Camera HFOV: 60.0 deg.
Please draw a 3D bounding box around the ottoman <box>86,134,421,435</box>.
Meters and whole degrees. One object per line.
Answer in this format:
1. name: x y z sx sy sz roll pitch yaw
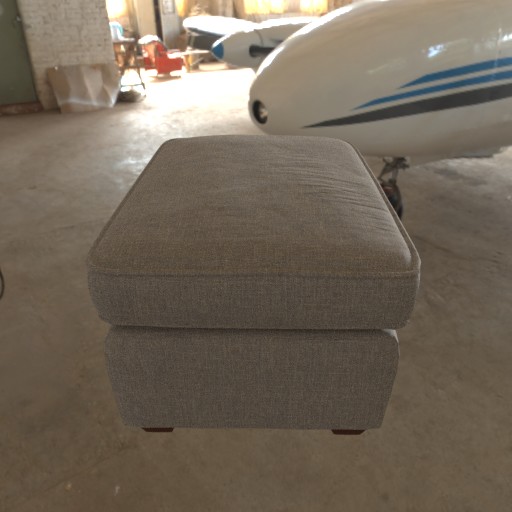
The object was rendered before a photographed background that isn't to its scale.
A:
1. ottoman: 0.000 0.000 1.094 0.559 0.457 0.762 0 30 1
